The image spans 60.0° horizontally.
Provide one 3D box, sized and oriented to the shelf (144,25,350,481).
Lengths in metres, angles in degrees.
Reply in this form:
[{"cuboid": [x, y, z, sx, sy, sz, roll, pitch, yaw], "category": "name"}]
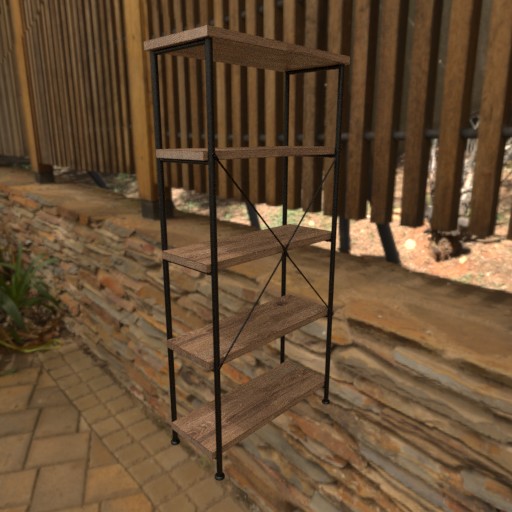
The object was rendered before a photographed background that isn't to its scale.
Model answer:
[{"cuboid": [0.000, 0.000, 1.986, 0.360, 1.700, 0.800, 14, 21, 42], "category": "shelf"}]
